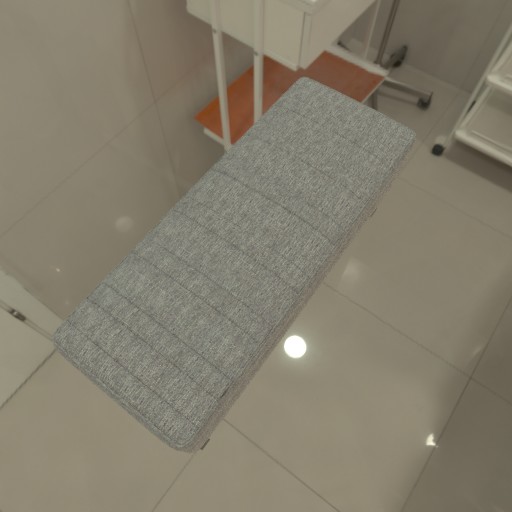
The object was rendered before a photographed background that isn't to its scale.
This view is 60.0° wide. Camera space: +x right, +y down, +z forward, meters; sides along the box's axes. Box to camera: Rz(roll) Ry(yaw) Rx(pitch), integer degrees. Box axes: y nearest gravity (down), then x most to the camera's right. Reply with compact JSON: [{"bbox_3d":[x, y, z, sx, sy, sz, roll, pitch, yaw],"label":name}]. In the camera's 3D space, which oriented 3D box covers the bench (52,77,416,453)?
[{"bbox_3d":[0.000,0.000,1.344,0.429,0.470,1.100,33,68,15],"label":"bench"}]
